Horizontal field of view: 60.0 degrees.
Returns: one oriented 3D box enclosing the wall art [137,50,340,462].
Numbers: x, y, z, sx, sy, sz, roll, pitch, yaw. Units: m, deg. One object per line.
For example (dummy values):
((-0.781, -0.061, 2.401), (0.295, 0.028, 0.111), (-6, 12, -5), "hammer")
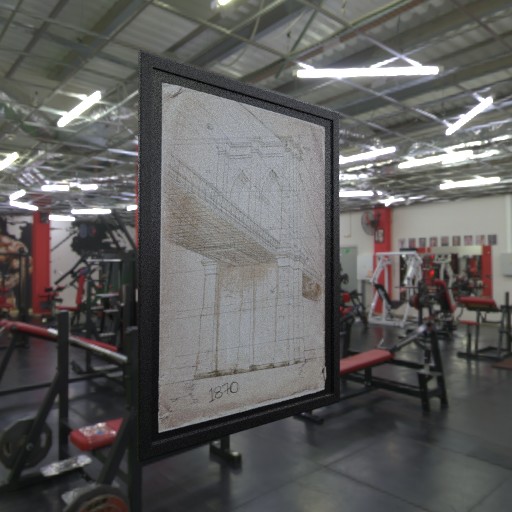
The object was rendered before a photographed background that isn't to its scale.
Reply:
((0.000, 0.000, 1.266), (0.707, 0.967, 0.013), (1, -1, -39), "wall art")
